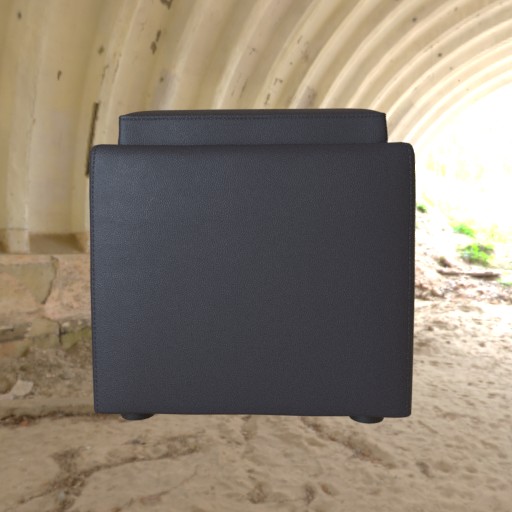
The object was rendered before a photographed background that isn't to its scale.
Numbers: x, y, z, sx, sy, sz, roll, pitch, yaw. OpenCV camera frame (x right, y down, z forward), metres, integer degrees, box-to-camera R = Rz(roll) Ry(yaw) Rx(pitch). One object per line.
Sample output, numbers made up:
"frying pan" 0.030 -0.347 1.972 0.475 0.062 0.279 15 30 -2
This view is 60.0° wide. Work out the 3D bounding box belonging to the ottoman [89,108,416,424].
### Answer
"ottoman" 0.000 0.000 0.812 0.450 0.460 0.451 0 2 2
